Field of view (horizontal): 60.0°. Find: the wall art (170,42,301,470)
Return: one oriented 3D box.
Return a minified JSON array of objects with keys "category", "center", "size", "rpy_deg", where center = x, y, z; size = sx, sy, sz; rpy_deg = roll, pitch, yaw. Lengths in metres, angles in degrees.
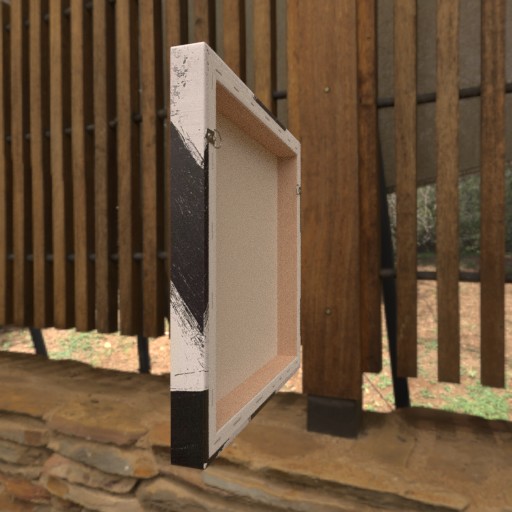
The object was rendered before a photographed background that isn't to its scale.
[{"category":"wall art","center":[0.000,0.000,0.767],"size":[0.050,0.508,0.507],"rpy_deg":[0,0,19]}]
